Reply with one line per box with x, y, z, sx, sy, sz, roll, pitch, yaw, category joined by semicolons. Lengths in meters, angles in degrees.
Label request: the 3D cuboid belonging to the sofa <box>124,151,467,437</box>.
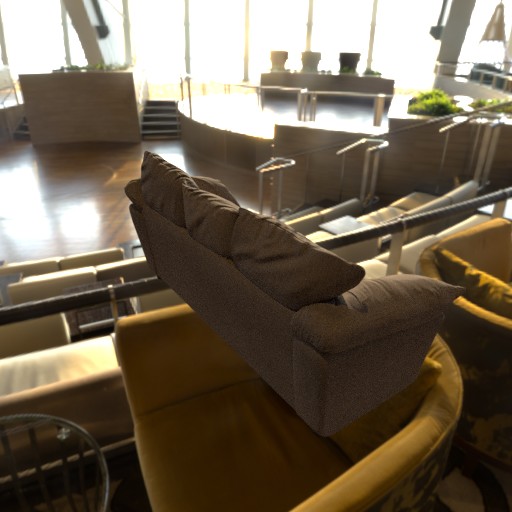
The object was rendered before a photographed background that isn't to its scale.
0.000;0.000;2.905;0.927;1.043;2.390;-18;32;-31;sofa
